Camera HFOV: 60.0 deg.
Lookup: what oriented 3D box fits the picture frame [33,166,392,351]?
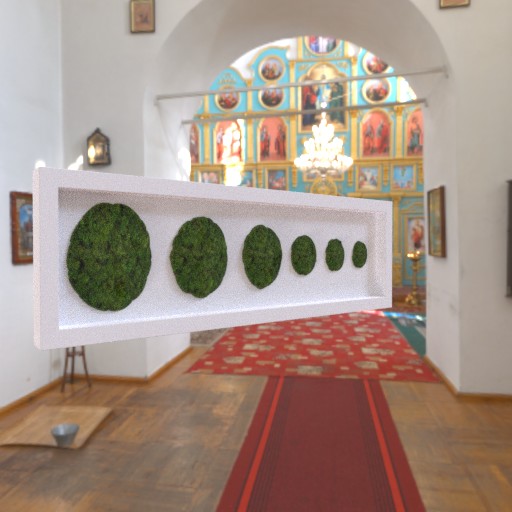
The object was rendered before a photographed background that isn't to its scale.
[{"bbox_3d":[0.000,0.000,0.843,0.759,0.250,0.050,-1,1,-36],"label":"picture frame"}]
